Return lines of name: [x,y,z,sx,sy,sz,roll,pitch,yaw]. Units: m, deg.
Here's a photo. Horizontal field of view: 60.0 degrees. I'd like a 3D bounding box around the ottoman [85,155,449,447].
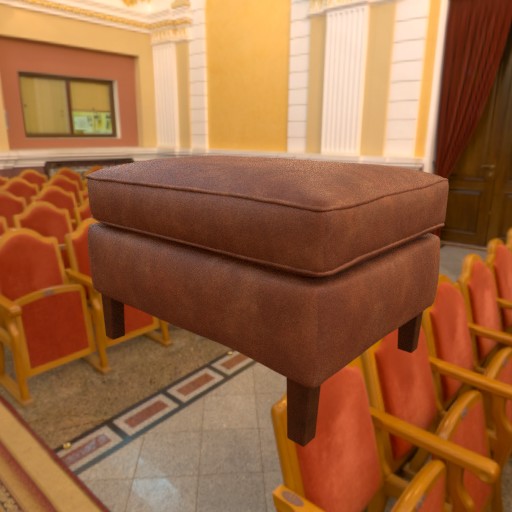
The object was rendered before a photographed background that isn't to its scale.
ottoman: [0.000,0.000,0.986,0.665,0.418,0.501,14,21,40]
